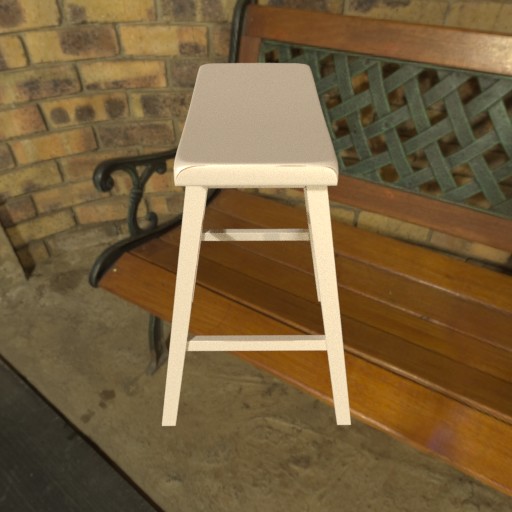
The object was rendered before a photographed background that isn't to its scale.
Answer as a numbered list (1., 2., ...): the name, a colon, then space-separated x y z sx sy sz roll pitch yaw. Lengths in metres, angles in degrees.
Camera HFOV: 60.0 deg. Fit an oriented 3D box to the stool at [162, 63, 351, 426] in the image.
1. stool: 0.000 0.000 1.046 0.476 0.737 0.457 0 41 0
